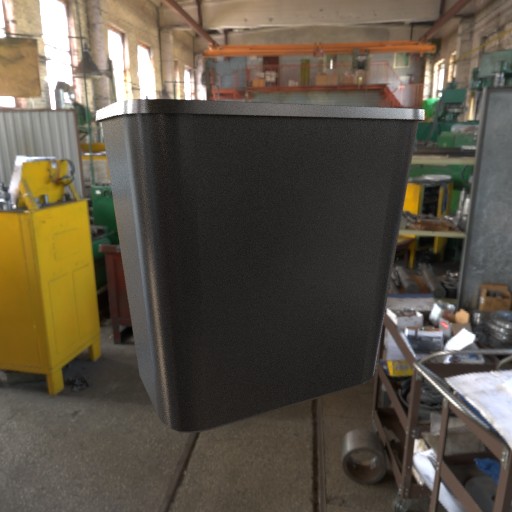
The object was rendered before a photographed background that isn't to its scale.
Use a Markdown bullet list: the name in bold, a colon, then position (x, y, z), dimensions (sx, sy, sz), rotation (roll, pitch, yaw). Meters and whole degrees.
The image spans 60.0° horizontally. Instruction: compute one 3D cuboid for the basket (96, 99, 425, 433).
- **basket**: position (0.000, 0.000, 0.494), dimensions (0.300, 0.307, 0.211), rotation (-7, 16, -25)
